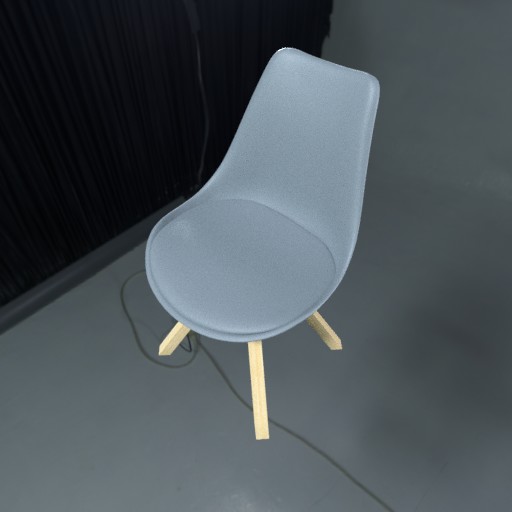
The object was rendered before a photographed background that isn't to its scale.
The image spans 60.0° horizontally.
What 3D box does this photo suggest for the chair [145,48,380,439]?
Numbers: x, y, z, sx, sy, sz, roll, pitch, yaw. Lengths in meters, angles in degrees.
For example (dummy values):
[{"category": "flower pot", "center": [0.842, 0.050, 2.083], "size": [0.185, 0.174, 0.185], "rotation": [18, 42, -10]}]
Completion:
[{"category": "chair", "center": [0.000, 0.000, 1.158], "size": [0.485, 0.850, 0.549], "rotation": [32, 55, 26]}]
